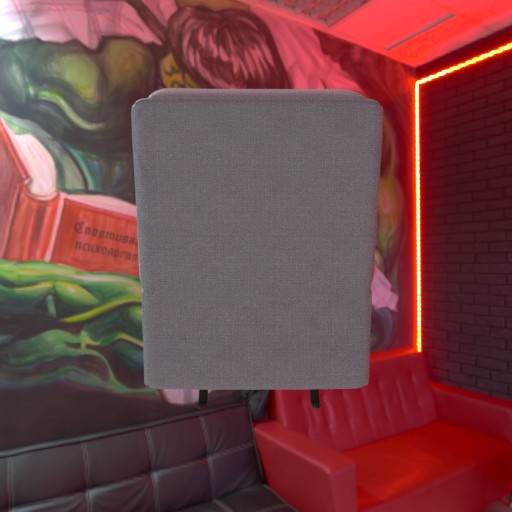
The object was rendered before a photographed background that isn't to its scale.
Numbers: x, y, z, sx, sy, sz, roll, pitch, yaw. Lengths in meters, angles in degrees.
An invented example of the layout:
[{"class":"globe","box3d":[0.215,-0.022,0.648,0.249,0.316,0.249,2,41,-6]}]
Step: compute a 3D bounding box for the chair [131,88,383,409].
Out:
[{"class":"chair","box3d":[0.000,0.000,1.786,0.838,1.054,1.014,0,-1,-1]}]
